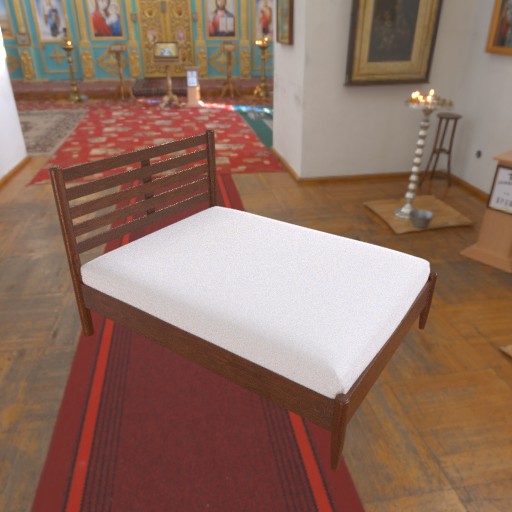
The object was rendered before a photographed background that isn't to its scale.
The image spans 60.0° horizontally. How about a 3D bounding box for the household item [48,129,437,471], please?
[{"bbox_3d":[0.000,0.000,3.264,2.232,1.356,1.663,17,31,31],"label":"household item"}]
